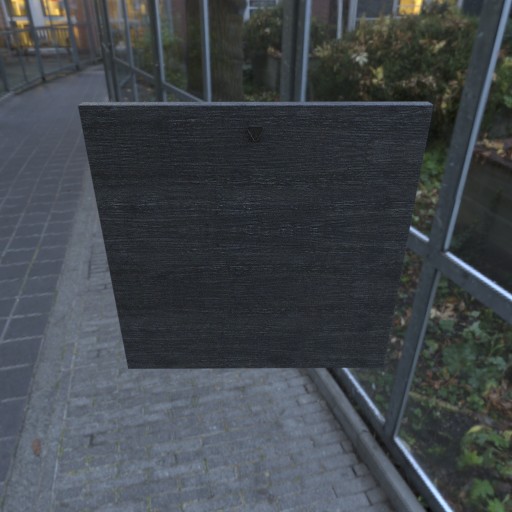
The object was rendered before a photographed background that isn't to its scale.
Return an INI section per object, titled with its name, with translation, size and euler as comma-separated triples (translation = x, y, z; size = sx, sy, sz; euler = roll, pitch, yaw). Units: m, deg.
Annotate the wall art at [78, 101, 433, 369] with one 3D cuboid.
[wall art]
translation = 0.000, 0.000, 0.695
size = 0.462, 0.459, 0.027
euler = 0, 29, 0
